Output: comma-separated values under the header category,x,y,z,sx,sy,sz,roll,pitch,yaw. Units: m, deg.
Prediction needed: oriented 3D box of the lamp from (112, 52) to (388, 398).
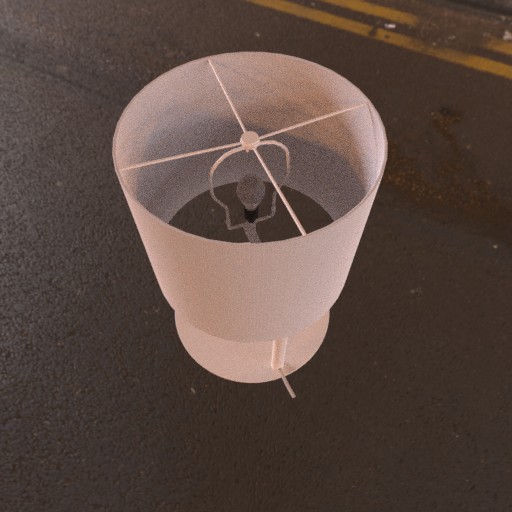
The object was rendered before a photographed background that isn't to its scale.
category,x,y,z,sx,sy,sz,roll,pitch,yaw
lamp,0.000,0.000,0.670,0.299,0.454,0.341,-18,59,-11
